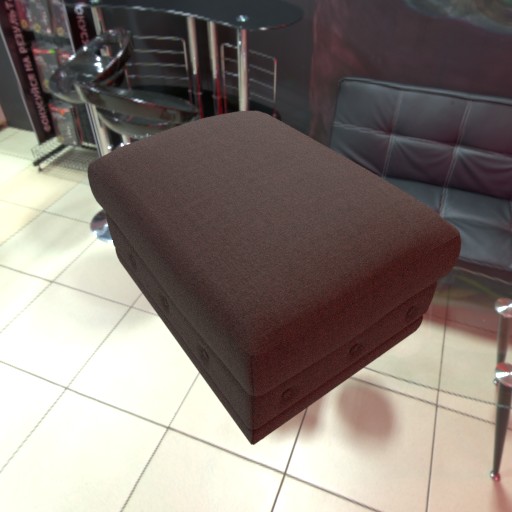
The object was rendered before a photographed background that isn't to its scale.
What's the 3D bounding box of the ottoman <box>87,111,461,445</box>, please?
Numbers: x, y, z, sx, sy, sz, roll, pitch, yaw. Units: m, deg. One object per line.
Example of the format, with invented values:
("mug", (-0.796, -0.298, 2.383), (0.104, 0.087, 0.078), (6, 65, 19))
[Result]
("ottoman", (0.000, 0.000, 1.216), (0.599, 0.555, 0.809), (-26, 48, -26))
